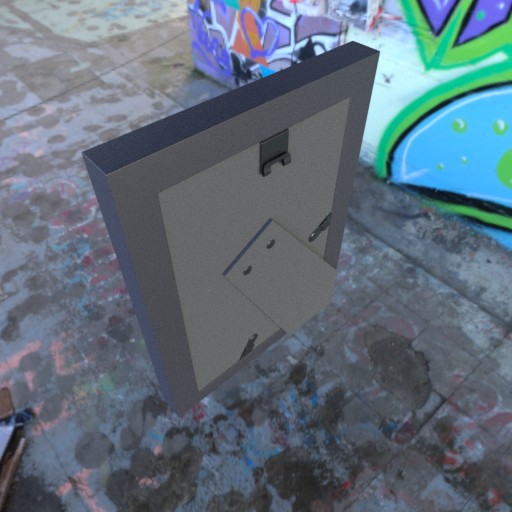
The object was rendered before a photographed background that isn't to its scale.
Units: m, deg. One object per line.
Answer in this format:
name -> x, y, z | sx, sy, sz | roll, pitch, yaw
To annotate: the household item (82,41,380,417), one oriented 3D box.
household item -> 0.000, 0.000, 0.231 | 0.133, 0.178, 0.022 | -33, 55, -27
